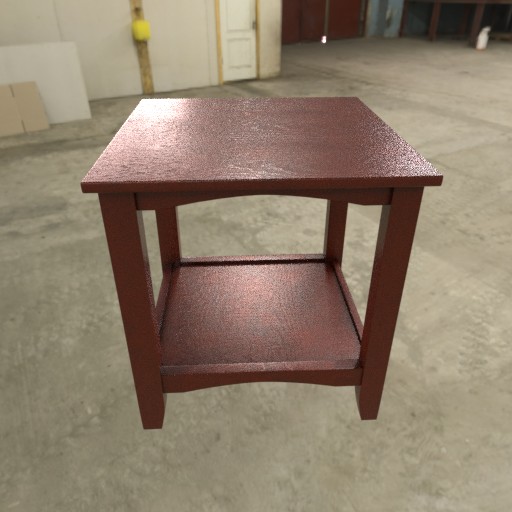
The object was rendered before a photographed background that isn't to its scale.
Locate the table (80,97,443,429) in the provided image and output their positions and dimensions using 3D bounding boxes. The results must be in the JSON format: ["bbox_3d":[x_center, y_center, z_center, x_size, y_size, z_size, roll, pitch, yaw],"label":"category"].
[{"bbox_3d":[0.000,0.000,0.968,0.523,0.558,0.522,0,32,0],"label":"table"}]
